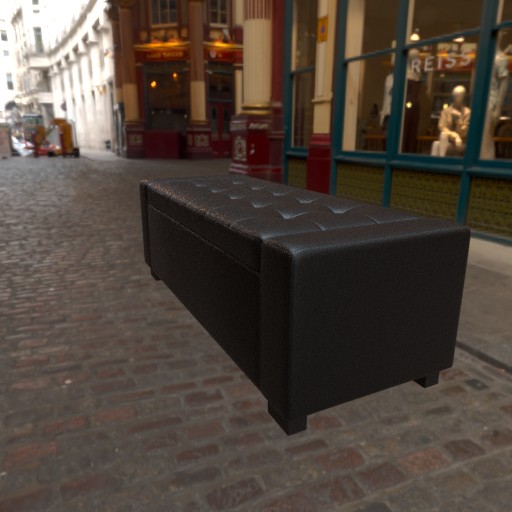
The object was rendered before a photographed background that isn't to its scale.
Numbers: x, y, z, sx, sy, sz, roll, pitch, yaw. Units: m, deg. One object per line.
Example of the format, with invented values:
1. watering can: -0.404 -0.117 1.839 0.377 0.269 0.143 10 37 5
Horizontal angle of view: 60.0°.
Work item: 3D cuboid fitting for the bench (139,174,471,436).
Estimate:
1. bench: 0.000 0.000 1.547 0.508 0.445 1.296 -8 18 -25
